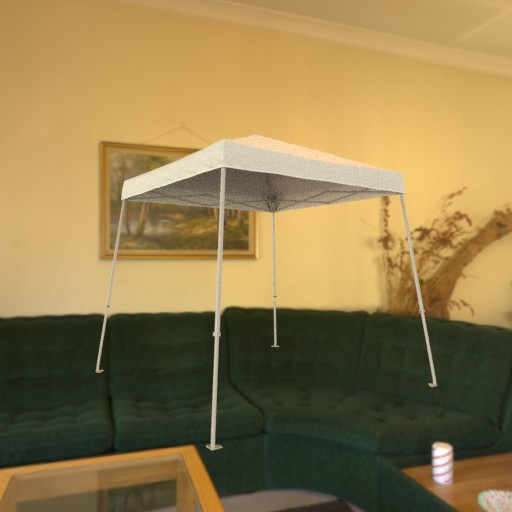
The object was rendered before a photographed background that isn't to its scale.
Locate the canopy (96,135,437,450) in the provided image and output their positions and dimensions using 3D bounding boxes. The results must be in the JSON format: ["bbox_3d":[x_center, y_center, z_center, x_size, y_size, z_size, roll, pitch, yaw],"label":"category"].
[{"bbox_3d":[0.000,0.000,6.563,3.600,3.600,3.599,1,-1,-36],"label":"canopy"}]
